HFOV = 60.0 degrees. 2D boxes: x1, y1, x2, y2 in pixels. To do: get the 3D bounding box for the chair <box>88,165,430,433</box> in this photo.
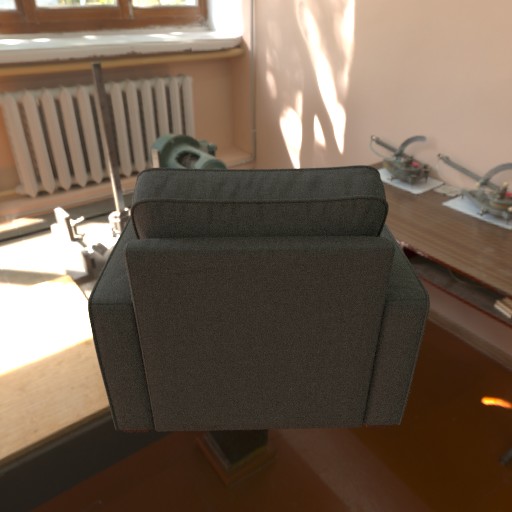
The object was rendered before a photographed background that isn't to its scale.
[{"bbox_3d":[0.000,0.000,1.707,1.017,0.919,0.940,-1,31,-1],"label":"chair"}]
